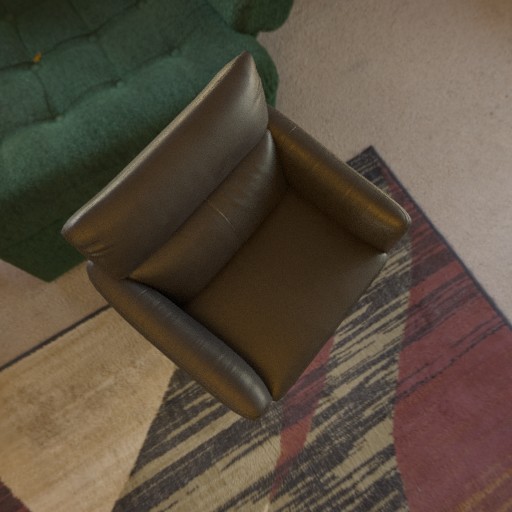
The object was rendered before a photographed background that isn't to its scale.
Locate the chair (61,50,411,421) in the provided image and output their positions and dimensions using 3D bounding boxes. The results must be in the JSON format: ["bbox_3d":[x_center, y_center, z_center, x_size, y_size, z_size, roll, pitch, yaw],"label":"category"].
[{"bbox_3d":[0.000,0.000,1.671,0.809,0.949,0.976,38,77,11],"label":"chair"}]
